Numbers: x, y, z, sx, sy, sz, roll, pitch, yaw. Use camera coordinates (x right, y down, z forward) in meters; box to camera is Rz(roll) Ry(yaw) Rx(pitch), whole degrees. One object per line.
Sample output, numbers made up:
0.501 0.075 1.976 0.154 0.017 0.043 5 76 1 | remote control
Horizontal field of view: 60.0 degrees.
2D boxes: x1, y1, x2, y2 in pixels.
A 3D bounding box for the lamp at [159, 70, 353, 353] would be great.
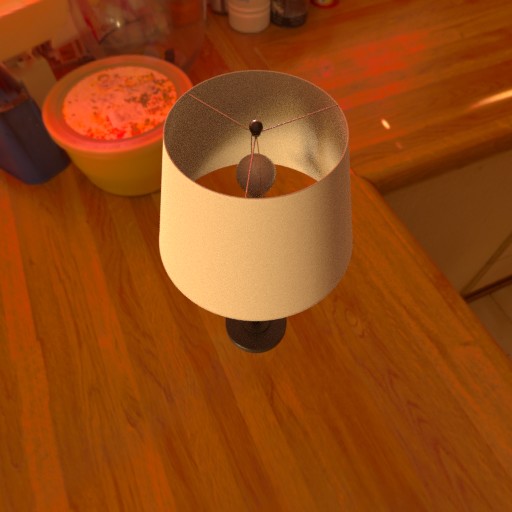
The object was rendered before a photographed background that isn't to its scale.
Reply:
0.000 0.000 0.908 0.363 0.696 0.363 0 58 0 | lamp
